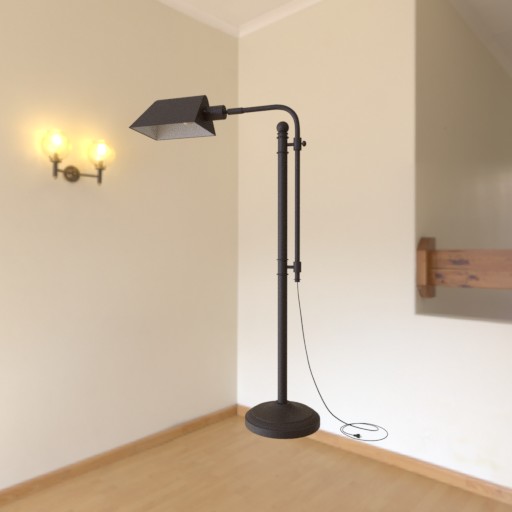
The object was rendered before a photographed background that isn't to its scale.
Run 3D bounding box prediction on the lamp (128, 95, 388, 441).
[{"bbox_3d":[0.000,0.000,0.950,0.545,0.708,0.159,0,1,17],"label":"lamp"}]
